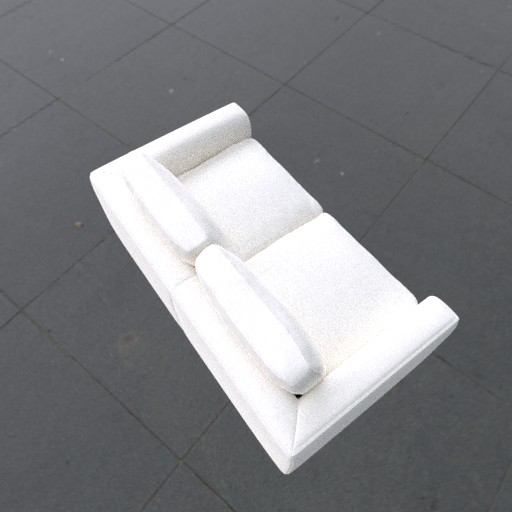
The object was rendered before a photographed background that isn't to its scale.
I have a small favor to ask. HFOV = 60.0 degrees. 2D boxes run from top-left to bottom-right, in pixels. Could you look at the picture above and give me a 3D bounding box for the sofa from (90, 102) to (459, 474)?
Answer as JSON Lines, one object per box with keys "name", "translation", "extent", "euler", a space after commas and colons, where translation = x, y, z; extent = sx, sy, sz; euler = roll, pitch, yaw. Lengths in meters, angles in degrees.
{"name": "sofa", "translation": [0.000, 0.000, 2.466], "extent": [1.069, 0.801, 1.920], "euler": [-32, 64, -18]}
